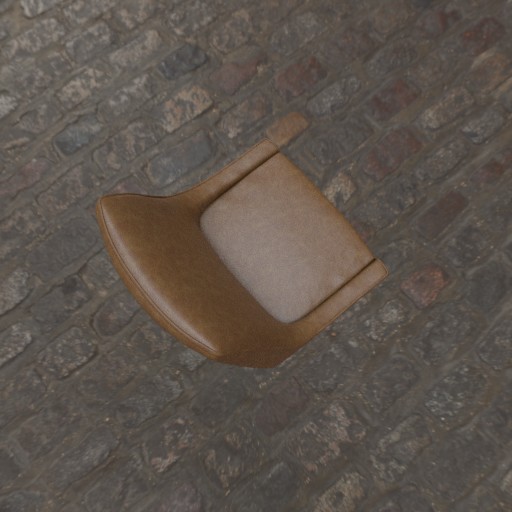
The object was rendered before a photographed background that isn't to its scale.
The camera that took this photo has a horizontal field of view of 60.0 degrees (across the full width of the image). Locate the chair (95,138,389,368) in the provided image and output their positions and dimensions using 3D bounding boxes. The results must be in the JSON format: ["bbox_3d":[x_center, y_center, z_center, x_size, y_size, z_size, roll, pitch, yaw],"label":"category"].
[{"bbox_3d":[0.000,0.000,1.194,0.544,0.861,0.529,-38,79,-9],"label":"chair"}]
